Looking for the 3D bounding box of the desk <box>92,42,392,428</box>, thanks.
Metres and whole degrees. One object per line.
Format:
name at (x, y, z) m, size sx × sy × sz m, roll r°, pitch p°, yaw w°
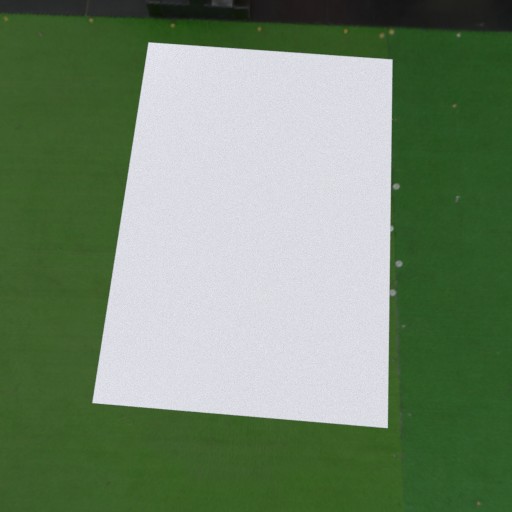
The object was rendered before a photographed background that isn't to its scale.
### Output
desk at (0.000, 0.000, 1.320) m, size 0.573 × 0.766 × 0.811 m, roll 4°, pitch 77°, yaw 1°
